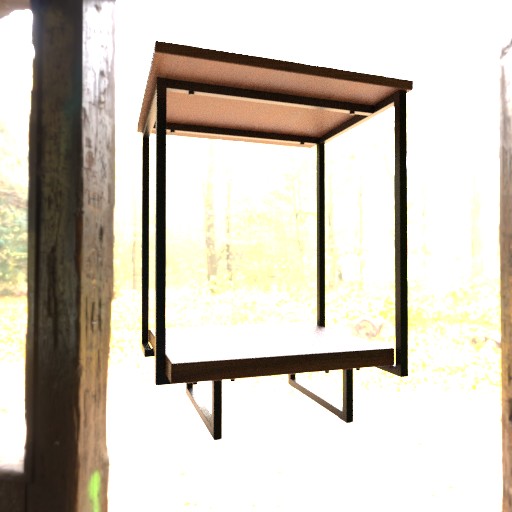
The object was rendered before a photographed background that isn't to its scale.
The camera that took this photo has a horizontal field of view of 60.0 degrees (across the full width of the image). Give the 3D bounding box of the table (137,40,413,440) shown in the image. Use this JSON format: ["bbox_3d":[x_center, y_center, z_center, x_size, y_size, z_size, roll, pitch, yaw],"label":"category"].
[{"bbox_3d":[0.000,0.000,0.831,0.411,0.567,0.384,0,-1,-18],"label":"table"}]
